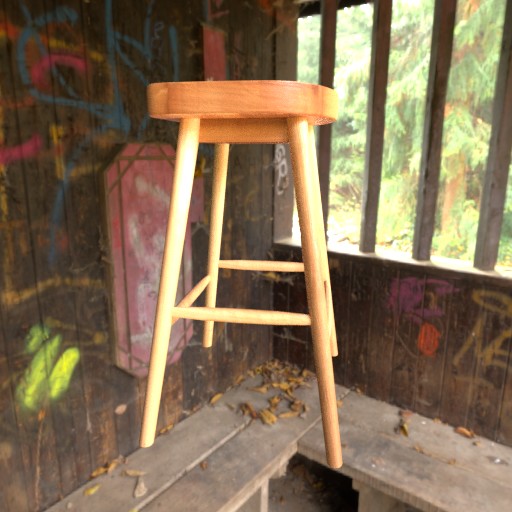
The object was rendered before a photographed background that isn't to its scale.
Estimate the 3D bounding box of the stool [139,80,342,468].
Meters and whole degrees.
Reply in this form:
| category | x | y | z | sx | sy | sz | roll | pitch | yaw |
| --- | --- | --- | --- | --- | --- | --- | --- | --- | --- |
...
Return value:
| category | x | y | z | sx | sy | sz | roll | pitch | yaw |
| --- | --- | --- | --- | --- | --- | --- | --- | --- | --- |
| stool | 0.000 | 0.000 | 0.900 | 0.361 | 0.615 | 0.440 | 2 | 14 | 9 |
